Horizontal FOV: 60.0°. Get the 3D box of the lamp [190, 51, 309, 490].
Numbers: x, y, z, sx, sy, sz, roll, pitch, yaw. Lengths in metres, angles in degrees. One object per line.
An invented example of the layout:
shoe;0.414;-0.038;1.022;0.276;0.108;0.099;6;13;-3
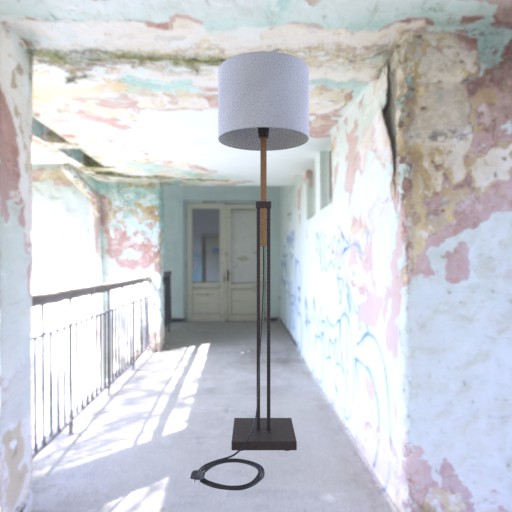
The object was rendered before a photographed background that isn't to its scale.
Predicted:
lamp;0.000;0.000;1.874;0.474;1.650;0.639;0;0;0
